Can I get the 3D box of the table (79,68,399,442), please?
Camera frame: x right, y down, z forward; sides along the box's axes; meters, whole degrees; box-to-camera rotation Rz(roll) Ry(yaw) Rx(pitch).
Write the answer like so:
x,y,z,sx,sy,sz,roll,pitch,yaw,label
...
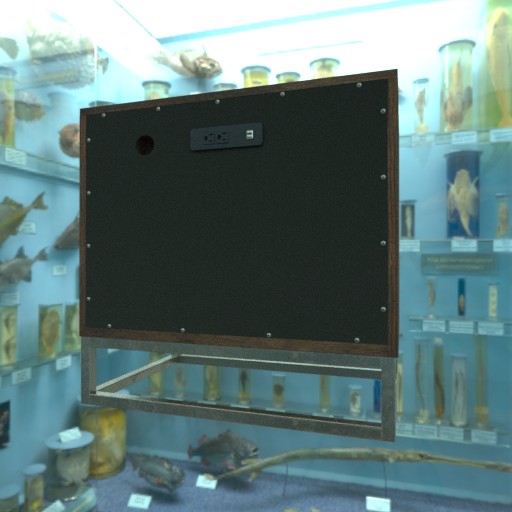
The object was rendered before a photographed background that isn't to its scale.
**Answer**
x,y,z,sx,sy,sz,roll,pitch,yaw,label
0.000,0.000,1.249,0.767,0.746,0.542,0,0,18,table
